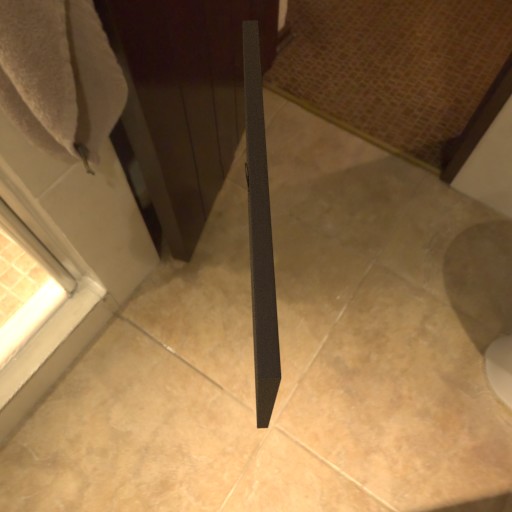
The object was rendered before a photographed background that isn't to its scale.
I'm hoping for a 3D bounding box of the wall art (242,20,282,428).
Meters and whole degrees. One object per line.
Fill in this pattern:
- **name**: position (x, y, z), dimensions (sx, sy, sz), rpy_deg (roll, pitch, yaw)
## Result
- **wall art**: position (0.000, 0.000, 1.199), dimensions (0.043, 0.807, 0.805), rpy_deg (-2, 64, -1)
